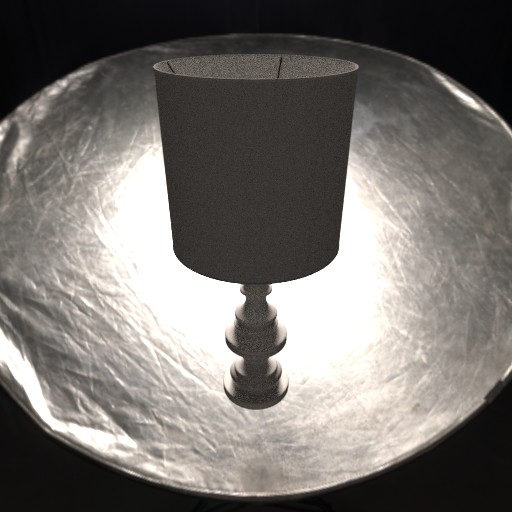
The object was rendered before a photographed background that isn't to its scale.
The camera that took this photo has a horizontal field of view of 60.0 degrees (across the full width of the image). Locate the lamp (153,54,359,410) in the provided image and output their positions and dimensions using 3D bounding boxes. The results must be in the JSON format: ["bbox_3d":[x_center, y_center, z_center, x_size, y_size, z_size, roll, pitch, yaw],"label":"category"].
[{"bbox_3d":[0.000,0.000,0.570,0.208,0.455,0.208,-1,30,-2],"label":"lamp"}]
